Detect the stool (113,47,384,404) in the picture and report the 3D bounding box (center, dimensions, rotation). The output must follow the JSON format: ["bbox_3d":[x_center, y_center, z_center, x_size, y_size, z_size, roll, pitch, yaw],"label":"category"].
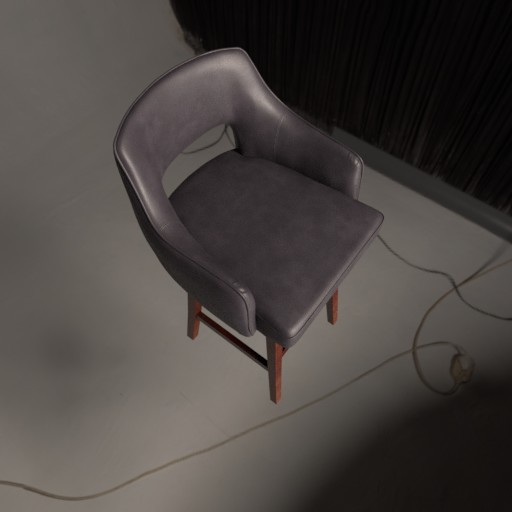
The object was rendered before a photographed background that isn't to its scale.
[{"bbox_3d":[0.000,0.000,1.362,0.560,1.041,0.550,33,64,19],"label":"stool"}]
